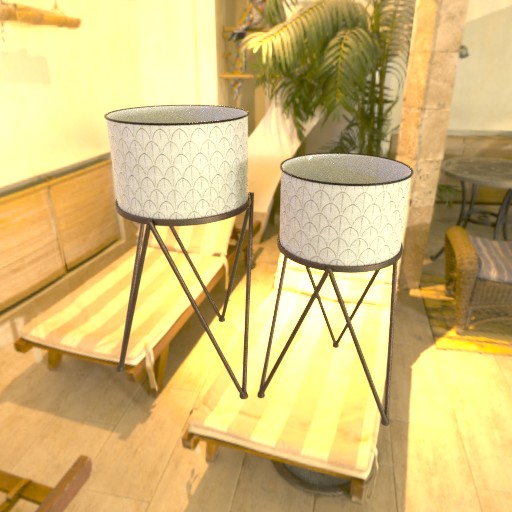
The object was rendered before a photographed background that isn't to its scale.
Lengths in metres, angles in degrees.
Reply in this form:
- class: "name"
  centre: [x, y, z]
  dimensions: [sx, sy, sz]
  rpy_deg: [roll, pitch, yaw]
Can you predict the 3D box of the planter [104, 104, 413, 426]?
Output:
- class: "planter"
  centre: [0.000, 0.000, 1.160]
  dimensions: [0.769, 0.712, 0.413]
  rpy_deg: [7, 26, 15]
